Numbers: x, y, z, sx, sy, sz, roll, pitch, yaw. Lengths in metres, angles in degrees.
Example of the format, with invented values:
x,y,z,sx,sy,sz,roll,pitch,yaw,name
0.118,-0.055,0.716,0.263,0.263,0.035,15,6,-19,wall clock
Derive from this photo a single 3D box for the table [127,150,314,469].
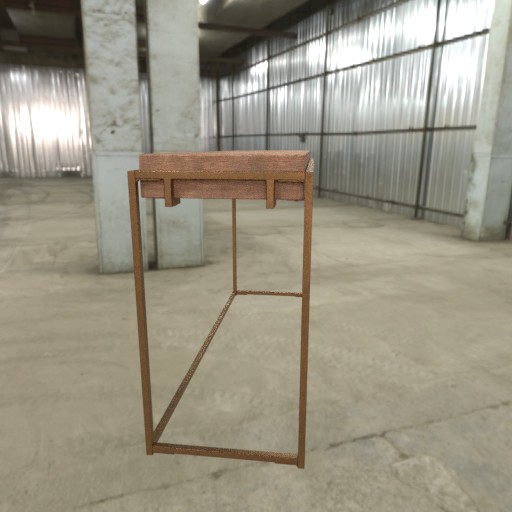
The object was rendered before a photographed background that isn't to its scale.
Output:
x,y,z,sx,sy,sz,roll,pitch,yaw,name
0.000,0.000,1.790,0.440,0.820,1.400,2,14,7,table
